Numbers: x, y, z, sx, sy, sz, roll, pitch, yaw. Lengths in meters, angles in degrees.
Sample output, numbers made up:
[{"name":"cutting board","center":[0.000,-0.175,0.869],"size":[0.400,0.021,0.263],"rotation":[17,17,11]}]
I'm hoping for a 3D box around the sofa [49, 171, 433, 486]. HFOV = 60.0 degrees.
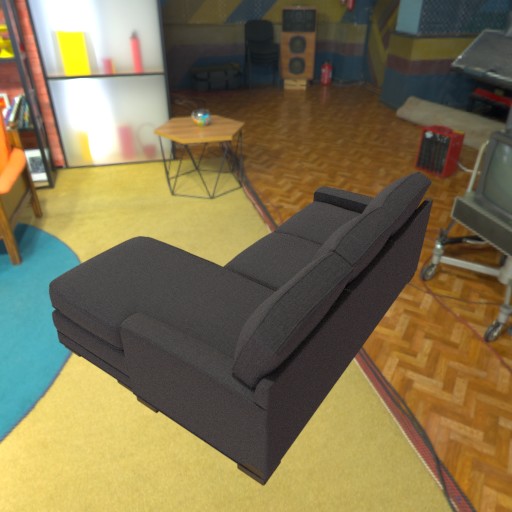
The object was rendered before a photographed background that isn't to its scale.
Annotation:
[{"name":"sofa","center":[0.000,0.000,3.263],"size":[1.790,0.973,2.370],"rotation":[21,38,29]}]
